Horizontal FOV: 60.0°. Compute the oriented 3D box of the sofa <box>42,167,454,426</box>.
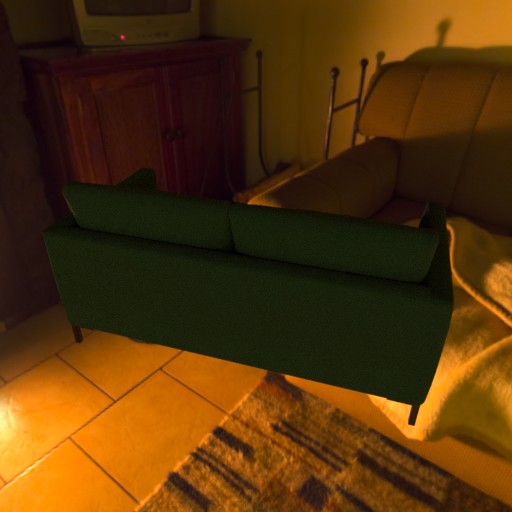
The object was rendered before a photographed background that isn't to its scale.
[{"bbox_3d":[0.000,0.000,2.125,1.676,0.817,0.875,9,32,15],"label":"sofa"}]
